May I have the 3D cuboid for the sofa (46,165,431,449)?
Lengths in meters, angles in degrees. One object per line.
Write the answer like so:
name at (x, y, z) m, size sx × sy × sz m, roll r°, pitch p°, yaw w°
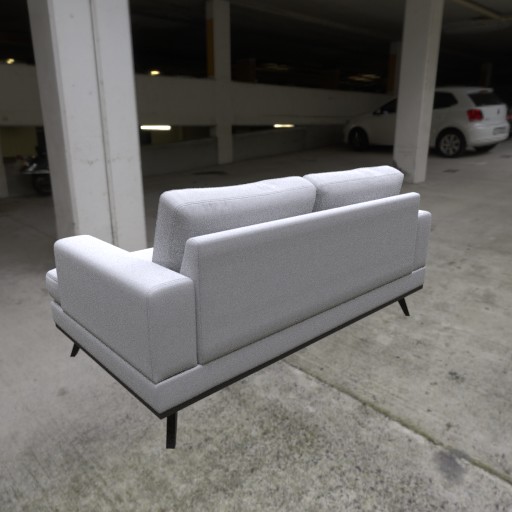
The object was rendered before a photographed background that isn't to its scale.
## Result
sofa at (0.000, 0.000, 2.110) m, size 1.650 × 0.810 × 0.920 m, roll -15°, pitch 22°, yaw -41°
